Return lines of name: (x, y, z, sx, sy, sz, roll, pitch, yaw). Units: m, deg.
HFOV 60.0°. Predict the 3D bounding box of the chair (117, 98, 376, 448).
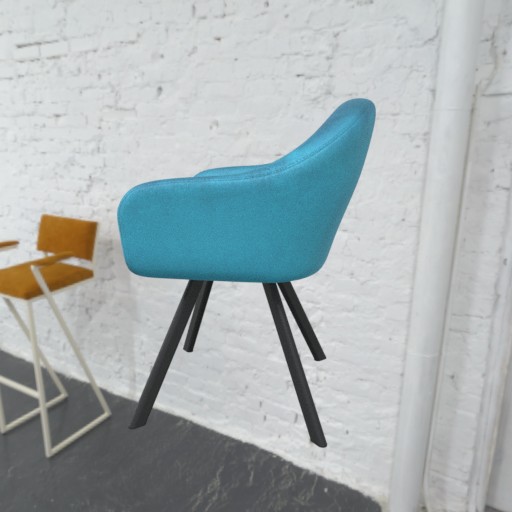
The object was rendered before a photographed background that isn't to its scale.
chair: (0.000, 0.000, 1.172, 0.570, 0.780, 0.540, 2, 14, 8)
